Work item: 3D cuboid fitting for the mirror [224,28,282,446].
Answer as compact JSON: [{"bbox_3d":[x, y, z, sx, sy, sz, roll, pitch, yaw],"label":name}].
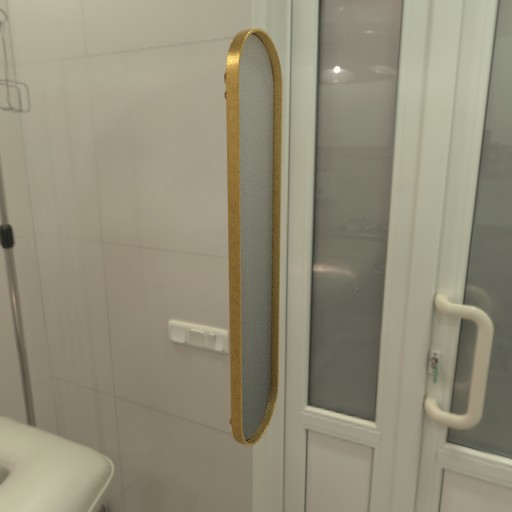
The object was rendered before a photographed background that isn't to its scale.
[{"bbox_3d":[0.000,0.000,1.064,0.032,0.991,0.222,7,15,26],"label":"mirror"}]
